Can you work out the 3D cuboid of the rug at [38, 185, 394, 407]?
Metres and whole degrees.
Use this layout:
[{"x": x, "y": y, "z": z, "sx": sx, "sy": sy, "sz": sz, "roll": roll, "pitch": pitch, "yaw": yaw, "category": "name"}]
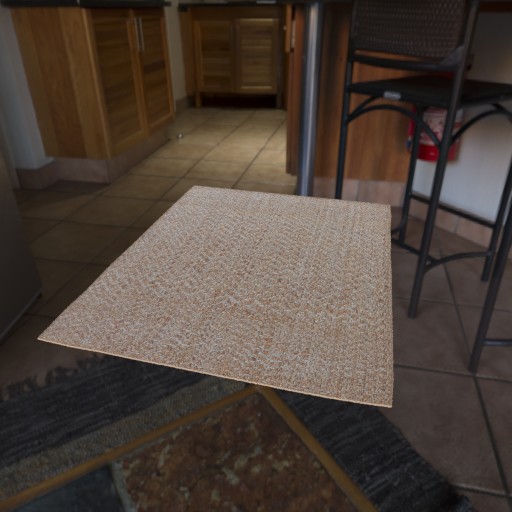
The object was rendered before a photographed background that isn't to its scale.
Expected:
[{"x": 0.000, "y": 0.000, "z": 4.105, "sx": 2.439, "sy": 0.013, "sz": 3.048, "roll": 7, "pitch": 31, "yaw": 13, "category": "rug"}]
